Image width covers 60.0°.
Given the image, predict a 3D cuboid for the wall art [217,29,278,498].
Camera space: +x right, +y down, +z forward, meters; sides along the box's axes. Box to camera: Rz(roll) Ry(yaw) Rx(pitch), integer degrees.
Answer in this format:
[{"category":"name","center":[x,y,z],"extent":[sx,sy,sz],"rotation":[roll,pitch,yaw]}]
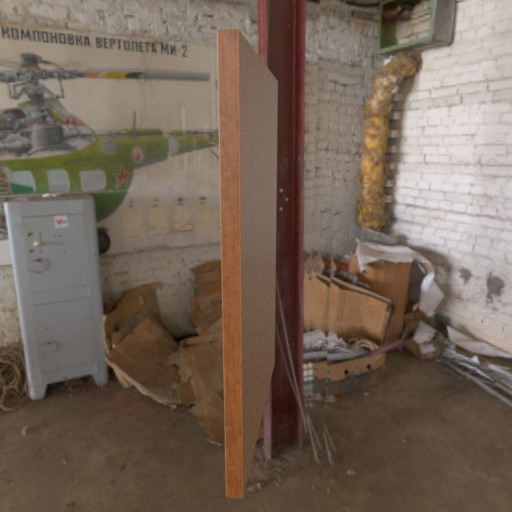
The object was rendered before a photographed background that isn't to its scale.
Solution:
[{"category":"wall art","center":[0.000,0.000,1.128],"extent":[0.037,0.914,0.610],"rotation":[2,14,8]}]
